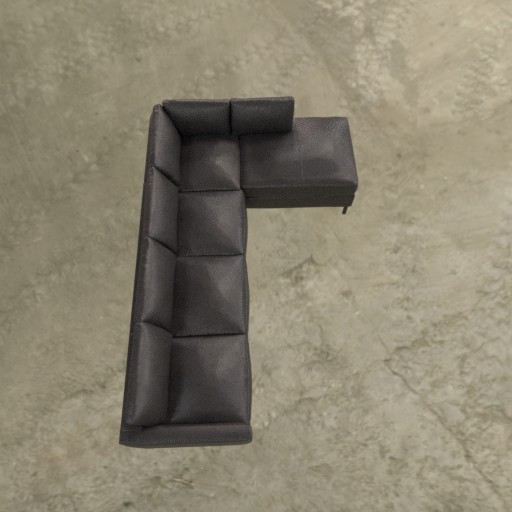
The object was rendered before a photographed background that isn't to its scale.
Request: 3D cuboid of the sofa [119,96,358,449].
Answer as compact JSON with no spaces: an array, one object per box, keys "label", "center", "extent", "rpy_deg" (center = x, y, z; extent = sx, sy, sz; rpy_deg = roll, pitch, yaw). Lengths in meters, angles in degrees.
[{"label":"sofa","center":[0.000,0.000,3.814],"extent":[1.938,0.877,2.984],"rpy_deg":[-2,64,-1]}]
